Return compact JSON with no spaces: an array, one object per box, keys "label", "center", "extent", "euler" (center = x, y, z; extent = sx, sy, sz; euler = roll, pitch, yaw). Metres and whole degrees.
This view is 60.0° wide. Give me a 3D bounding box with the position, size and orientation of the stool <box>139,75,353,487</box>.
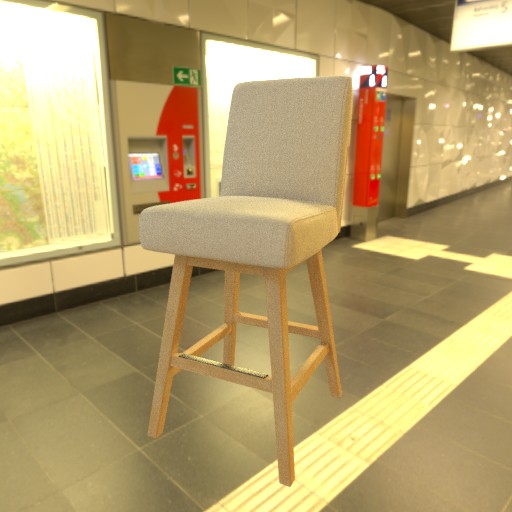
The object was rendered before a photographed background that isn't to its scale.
[{"label":"stool","center":[0.000,0.000,1.282],"extent":[0.446,1.015,0.543],"euler":[7,16,25]}]
